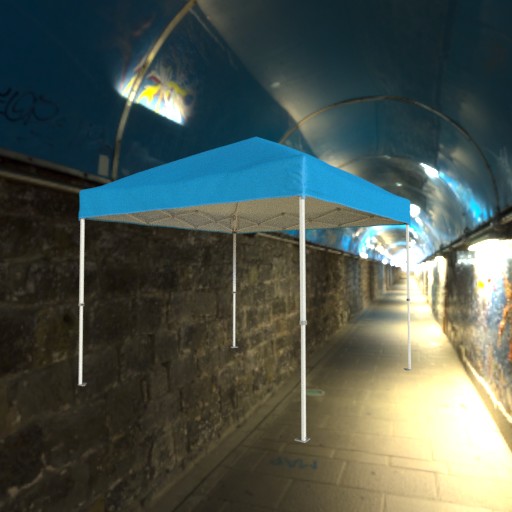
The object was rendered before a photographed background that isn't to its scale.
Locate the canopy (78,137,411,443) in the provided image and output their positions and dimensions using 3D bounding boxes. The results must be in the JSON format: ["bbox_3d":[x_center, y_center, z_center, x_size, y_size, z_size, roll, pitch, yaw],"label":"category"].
[{"bbox_3d":[0.000,0.000,5.534,2.996,2.997,2.998,-1,-2,35],"label":"canopy"}]
